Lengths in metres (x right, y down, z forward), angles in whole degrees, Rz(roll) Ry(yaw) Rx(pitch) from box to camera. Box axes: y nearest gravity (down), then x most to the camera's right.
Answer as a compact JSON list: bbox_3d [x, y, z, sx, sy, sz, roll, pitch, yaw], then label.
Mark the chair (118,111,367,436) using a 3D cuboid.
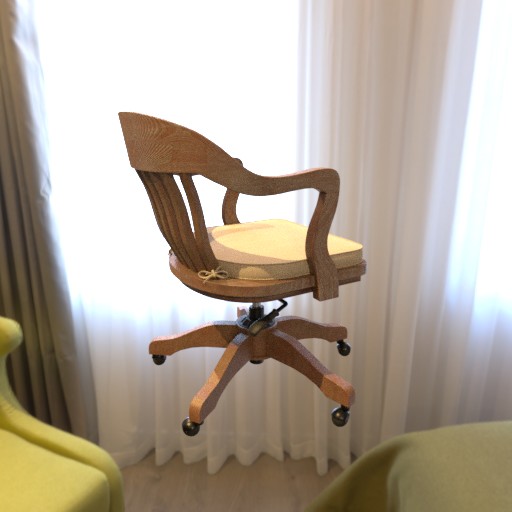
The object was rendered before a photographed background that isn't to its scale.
[{"bbox_3d":[0.000,0.000,1.433,0.788,0.878,0.750,-8,18,-27],"label":"chair"}]
